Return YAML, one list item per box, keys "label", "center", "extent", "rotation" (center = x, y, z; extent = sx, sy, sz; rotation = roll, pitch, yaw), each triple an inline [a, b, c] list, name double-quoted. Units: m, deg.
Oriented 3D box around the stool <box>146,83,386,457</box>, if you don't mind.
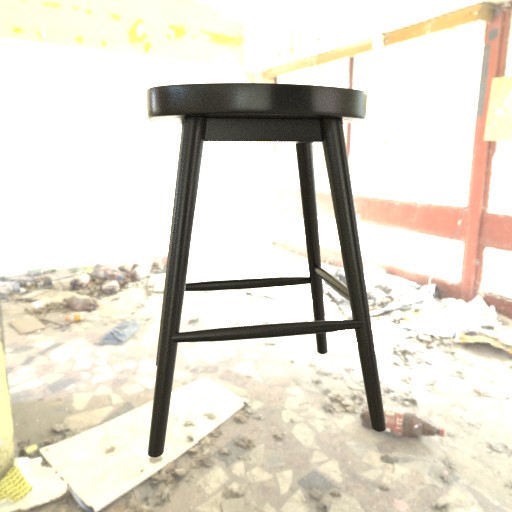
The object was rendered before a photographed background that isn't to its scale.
- label: "stool"
  center: [0.000, 0.000, 0.896]
  extent: [0.440, 0.615, 0.361]
  rotation: [-2, 13, -10]
